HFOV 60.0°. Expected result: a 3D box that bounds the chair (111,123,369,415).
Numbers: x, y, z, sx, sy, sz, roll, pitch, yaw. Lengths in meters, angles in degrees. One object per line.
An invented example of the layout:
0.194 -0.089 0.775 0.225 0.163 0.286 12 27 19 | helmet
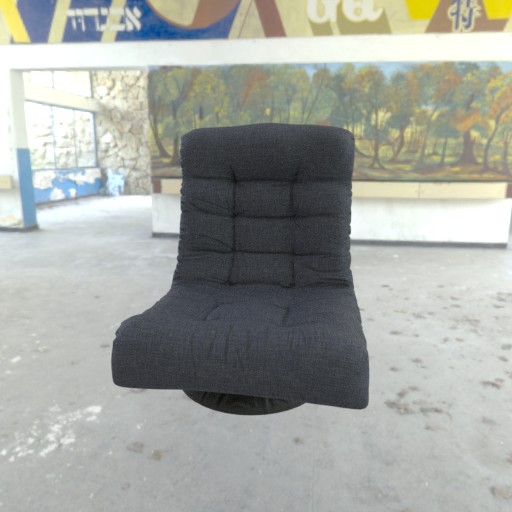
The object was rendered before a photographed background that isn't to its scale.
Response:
0.000 0.000 1.238 0.597 0.749 0.668 2 13 9 | chair
